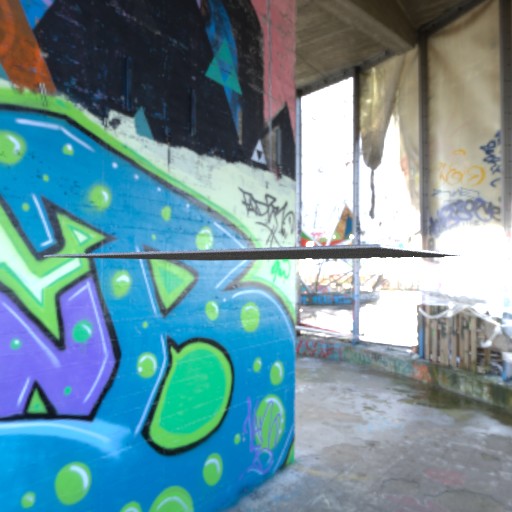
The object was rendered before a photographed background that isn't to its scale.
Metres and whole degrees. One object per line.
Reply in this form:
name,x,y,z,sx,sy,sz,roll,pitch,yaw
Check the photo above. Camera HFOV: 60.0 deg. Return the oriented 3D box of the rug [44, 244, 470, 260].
rug,0.000,0.000,2.816,2.206,0.014,1.578,-1,-2,36
